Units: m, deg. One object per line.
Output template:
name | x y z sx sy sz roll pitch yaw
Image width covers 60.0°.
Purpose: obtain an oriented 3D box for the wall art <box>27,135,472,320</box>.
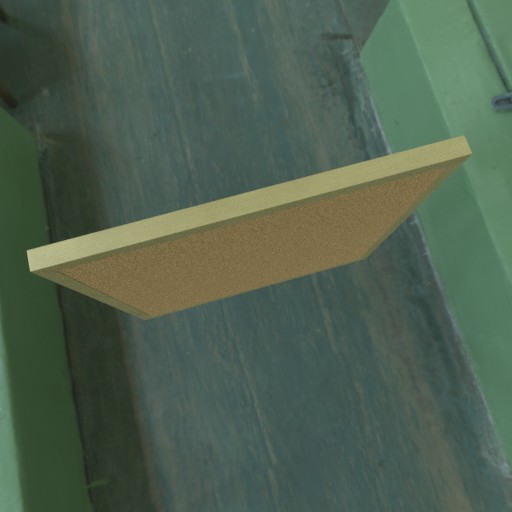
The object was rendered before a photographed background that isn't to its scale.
wall art | 0.000 0.000 1.109 0.763 0.763 0.037 -15 76 -4
